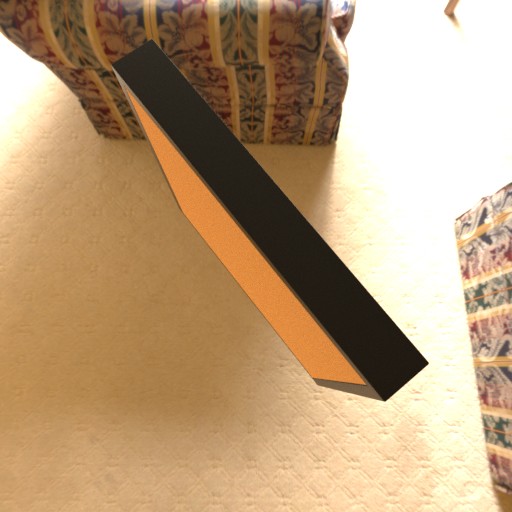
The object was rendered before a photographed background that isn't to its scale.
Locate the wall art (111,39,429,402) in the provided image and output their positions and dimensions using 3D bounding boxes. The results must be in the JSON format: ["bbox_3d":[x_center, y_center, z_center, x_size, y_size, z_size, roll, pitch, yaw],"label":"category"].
[{"bbox_3d":[0.000,0.000,0.443,0.037,0.299,0.299,-37,79,-9],"label":"wall art"}]
